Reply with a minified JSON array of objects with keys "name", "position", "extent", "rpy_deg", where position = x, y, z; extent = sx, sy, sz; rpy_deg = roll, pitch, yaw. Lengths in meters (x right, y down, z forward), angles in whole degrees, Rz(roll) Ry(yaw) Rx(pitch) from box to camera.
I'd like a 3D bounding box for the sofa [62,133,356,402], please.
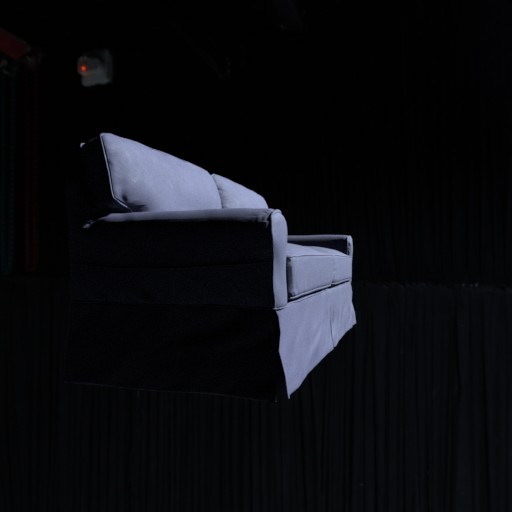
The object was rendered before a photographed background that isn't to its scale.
[{"name":"sofa","position":[0.000,0.000,2.758],"extent":[0.983,1.094,2.256],"rpy_deg":[0,0,20]}]
